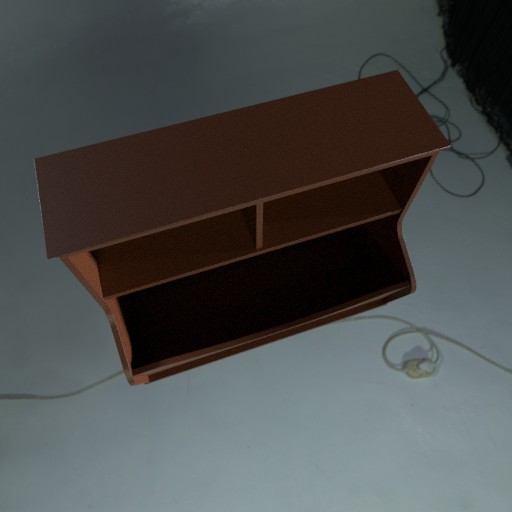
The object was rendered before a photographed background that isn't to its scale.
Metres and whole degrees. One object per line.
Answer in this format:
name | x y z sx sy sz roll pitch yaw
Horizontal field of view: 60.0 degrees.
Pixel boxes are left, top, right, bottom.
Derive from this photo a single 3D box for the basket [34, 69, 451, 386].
basket | 0.000 0.000 1.121 0.792 0.625 0.376 -17 64 -9
